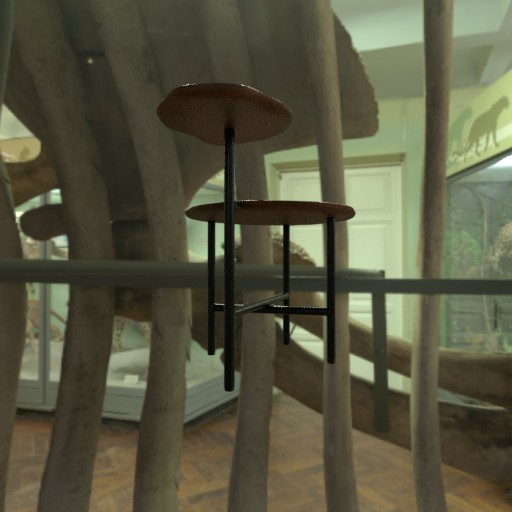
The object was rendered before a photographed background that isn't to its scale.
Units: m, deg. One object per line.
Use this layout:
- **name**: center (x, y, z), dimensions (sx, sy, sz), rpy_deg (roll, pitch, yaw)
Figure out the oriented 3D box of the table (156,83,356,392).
- **table**: center (0.000, 0.000, 1.065), dimensions (0.442, 0.538, 0.759), rpy_deg (0, -1, 18)
